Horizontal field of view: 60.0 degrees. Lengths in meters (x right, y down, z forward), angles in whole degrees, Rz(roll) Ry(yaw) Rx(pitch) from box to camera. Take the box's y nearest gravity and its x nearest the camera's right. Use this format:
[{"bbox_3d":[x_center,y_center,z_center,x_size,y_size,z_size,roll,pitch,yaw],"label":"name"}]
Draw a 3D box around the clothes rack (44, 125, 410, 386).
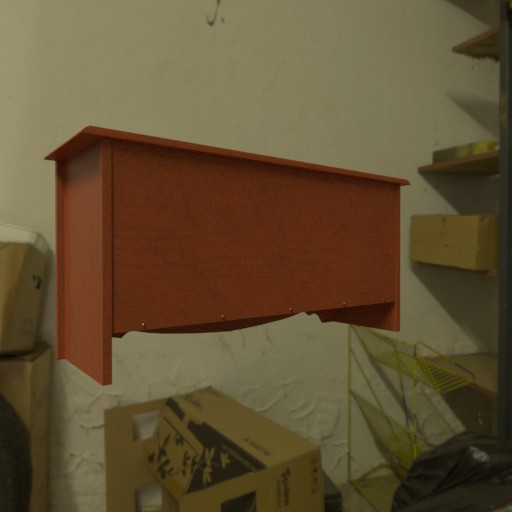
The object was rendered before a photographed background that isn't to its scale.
[{"bbox_3d":[0.000,0.000,1.507,1.251,0.594,0.362,0,1,-38],"label":"clothes rack"}]
